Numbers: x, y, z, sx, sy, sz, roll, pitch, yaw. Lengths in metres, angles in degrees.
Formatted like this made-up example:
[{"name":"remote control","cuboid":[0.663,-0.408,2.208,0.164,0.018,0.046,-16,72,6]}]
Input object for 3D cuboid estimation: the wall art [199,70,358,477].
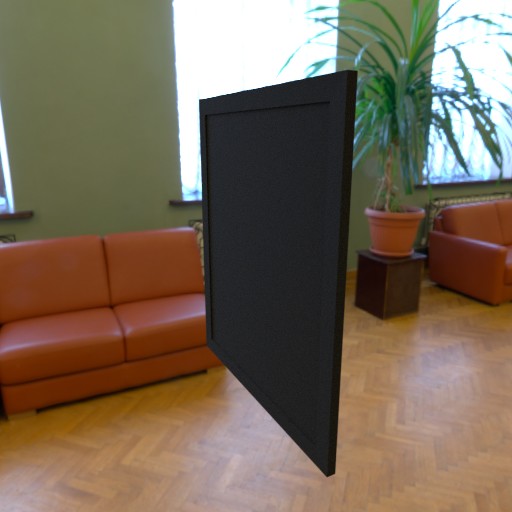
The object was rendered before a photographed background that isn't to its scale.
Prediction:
[{"name":"wall art","cuboid":[0.000,0.000,0.510,0.010,0.361,0.311,-8,17,-27]}]
